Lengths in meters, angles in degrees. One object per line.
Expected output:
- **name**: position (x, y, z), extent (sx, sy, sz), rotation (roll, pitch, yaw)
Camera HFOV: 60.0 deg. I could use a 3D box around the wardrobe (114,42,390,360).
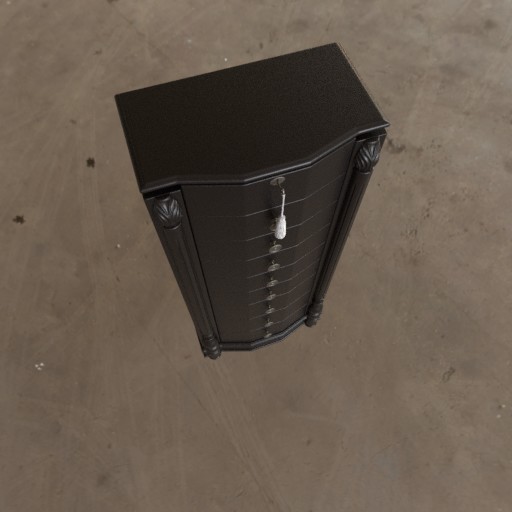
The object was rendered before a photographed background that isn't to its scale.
- **wardrobe**: position (0.000, 0.000, 1.190), extent (0.444, 1.011, 0.295), rotation (-17, 65, -8)
